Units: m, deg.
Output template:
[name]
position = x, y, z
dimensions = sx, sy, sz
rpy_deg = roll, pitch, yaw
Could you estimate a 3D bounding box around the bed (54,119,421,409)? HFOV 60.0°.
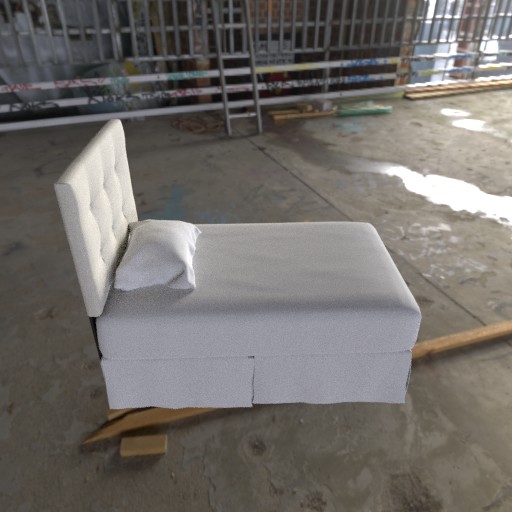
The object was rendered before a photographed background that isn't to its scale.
[bed]
position = 0.000, 0.000, 3.006
dimensions = 1.997, 1.571, 1.261
rpy_deg = -1, 32, -2
